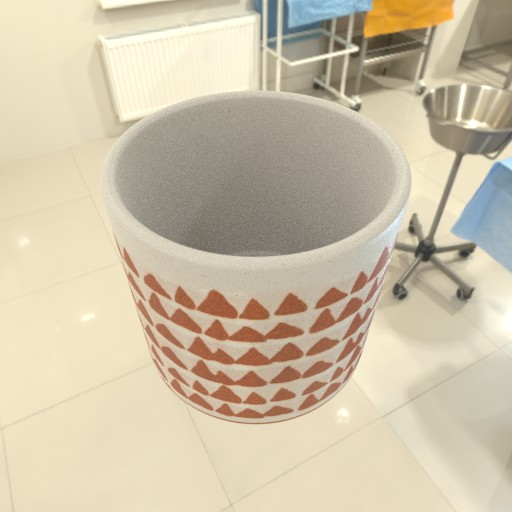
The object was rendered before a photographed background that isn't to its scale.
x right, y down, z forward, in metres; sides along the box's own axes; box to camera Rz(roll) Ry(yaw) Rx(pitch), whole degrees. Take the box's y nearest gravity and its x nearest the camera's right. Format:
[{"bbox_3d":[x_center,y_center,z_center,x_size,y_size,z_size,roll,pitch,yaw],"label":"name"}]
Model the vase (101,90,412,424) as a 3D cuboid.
[{"bbox_3d":[0.000,0.000,0.243,0.137,0.127,0.137,0,45,0],"label":"vase"}]
